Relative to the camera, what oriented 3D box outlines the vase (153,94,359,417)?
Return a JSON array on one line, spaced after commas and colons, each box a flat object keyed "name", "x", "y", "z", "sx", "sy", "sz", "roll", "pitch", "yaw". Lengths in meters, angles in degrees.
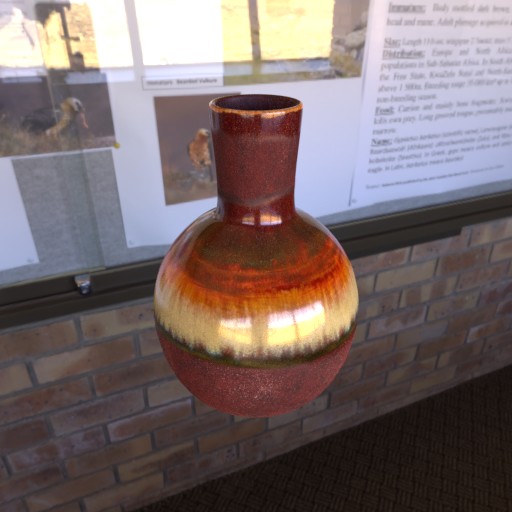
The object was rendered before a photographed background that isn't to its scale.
[{"name": "vase", "x": 0.000, "y": 0.000, "z": 0.231, "sx": 0.111, "sy": 0.154, "sz": 0.111, "roll": 0, "pitch": 29, "yaw": 0}]
